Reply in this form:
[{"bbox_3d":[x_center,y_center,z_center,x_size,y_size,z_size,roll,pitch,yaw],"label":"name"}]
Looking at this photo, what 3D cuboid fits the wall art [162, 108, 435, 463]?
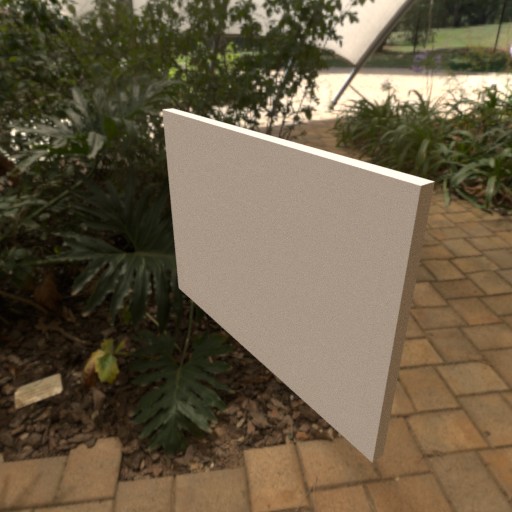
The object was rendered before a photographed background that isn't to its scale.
[{"bbox_3d":[0.000,0.000,1.668,0.051,0.902,1.308,-18,32,-32],"label":"wall art"}]
